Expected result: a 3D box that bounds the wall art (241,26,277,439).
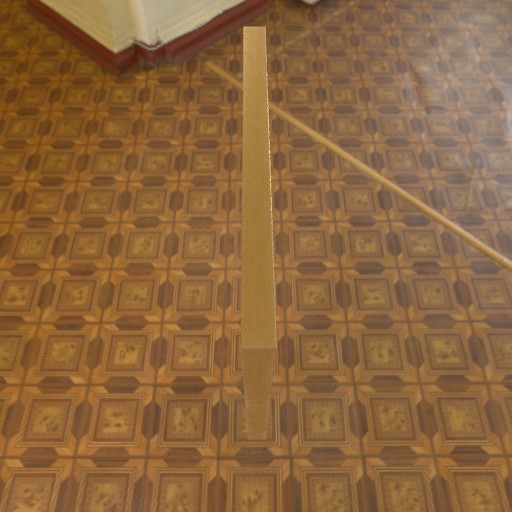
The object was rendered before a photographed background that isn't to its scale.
[{"bbox_3d":[0.000,0.000,0.761,0.033,0.509,0.510,0,59,0],"label":"wall art"}]
